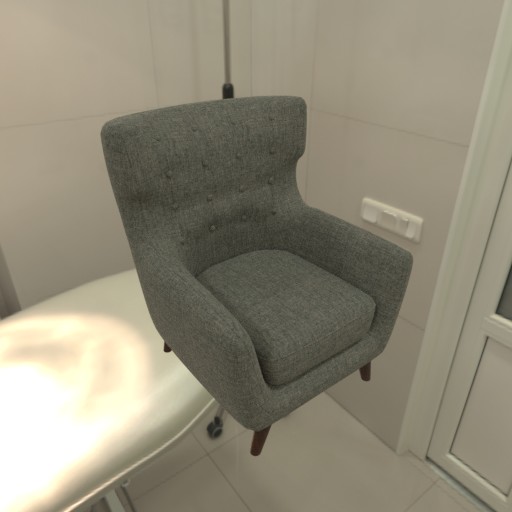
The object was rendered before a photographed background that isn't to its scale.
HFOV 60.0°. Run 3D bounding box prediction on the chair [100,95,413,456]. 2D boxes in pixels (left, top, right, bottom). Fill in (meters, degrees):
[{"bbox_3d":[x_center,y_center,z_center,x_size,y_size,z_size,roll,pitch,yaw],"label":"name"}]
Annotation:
[{"bbox_3d":[0.000,0.000,1.763,0.878,1.063,0.904,-21,36,-32],"label":"chair"}]
